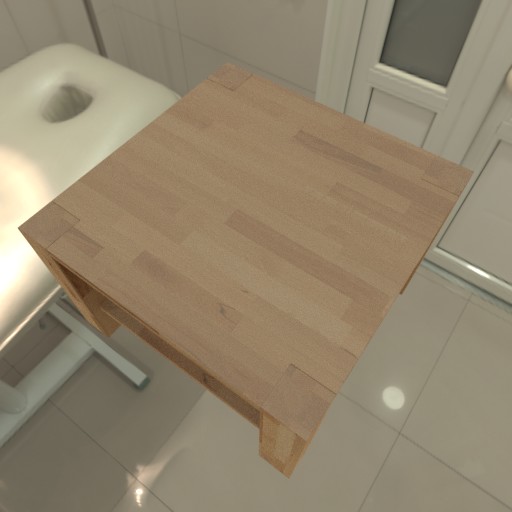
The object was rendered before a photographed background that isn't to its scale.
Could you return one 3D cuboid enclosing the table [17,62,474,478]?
[{"bbox_3d":[0.000,0.000,1.138,0.700,0.451,0.700,31,62,19],"label":"table"}]
